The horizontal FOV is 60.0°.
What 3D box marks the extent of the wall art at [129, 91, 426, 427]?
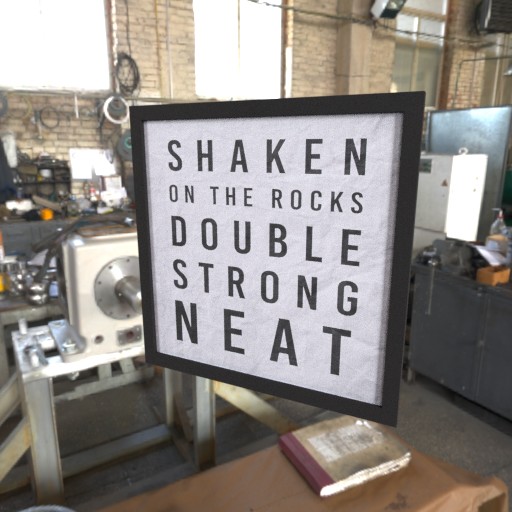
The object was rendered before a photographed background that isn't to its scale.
[{"bbox_3d":[0.000,0.000,0.687,0.456,0.458,0.013,7,15,25],"label":"wall art"}]
